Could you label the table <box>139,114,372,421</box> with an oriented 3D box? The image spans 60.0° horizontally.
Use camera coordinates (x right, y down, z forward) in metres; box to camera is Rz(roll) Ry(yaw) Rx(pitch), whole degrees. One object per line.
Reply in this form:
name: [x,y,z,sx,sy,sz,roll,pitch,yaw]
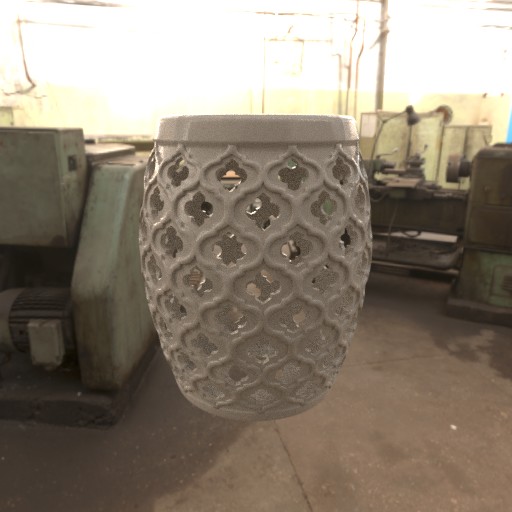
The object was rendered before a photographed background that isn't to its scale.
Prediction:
table: [0.000,0.000,0.644,0.325,0.388,0.325,0,16,0]
